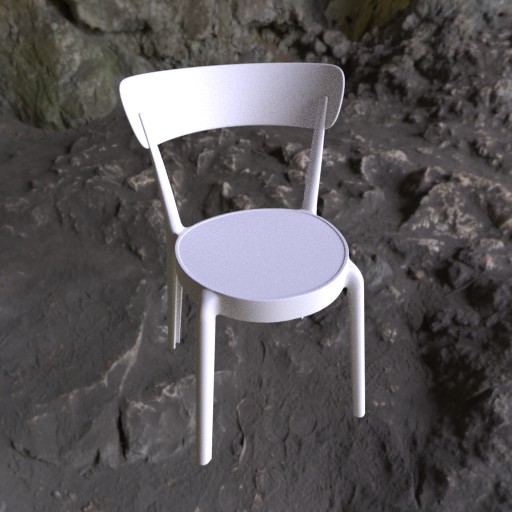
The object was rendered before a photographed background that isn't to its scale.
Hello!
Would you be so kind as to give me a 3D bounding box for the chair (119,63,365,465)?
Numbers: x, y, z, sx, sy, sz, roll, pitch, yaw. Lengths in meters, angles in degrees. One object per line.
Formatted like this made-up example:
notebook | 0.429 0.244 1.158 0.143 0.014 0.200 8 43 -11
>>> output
chair | 0.000 0.000 1.076 0.506 0.790 0.491 -10 35 -15
